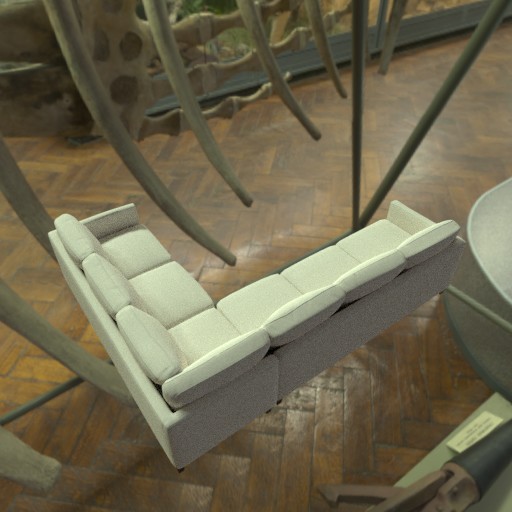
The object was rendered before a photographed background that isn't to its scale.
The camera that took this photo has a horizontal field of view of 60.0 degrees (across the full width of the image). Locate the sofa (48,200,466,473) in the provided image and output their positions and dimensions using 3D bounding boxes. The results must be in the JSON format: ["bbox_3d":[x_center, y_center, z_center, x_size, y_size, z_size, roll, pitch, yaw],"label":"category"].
[{"bbox_3d":[0.000,0.000,4.499,3.302,0.947,2.593,-26,47,-26],"label":"sofa"}]
